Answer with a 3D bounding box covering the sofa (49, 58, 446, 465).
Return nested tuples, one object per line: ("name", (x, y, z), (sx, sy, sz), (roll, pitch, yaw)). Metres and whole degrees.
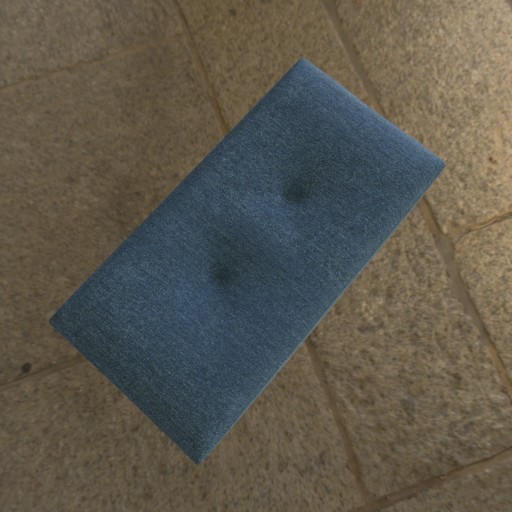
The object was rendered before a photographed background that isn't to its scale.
("sofa", (0.000, 0.000, 1.206), (0.480, 0.470, 0.930), (40, 80, 8))
